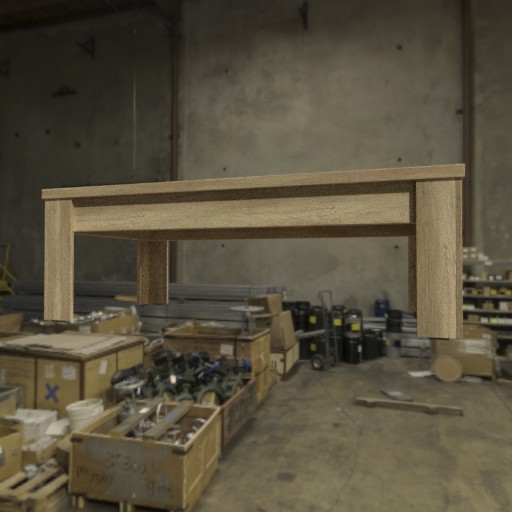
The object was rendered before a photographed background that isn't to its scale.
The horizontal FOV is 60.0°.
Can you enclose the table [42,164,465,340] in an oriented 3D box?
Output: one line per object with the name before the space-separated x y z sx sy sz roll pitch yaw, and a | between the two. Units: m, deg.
table | 0.000 0.000 1.679 1.350 0.460 0.700 0 -1 17
